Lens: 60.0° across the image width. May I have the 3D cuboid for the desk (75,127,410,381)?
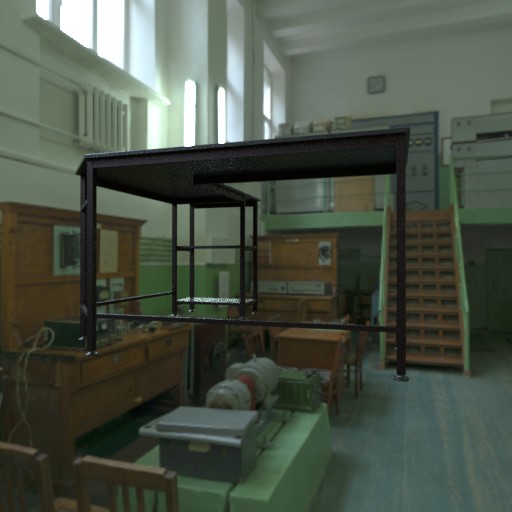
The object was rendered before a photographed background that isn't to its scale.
[{"bbox_3d":[0.000,0.000,2.149,1.379,0.739,1.379,0,0,18],"label":"desk"}]
